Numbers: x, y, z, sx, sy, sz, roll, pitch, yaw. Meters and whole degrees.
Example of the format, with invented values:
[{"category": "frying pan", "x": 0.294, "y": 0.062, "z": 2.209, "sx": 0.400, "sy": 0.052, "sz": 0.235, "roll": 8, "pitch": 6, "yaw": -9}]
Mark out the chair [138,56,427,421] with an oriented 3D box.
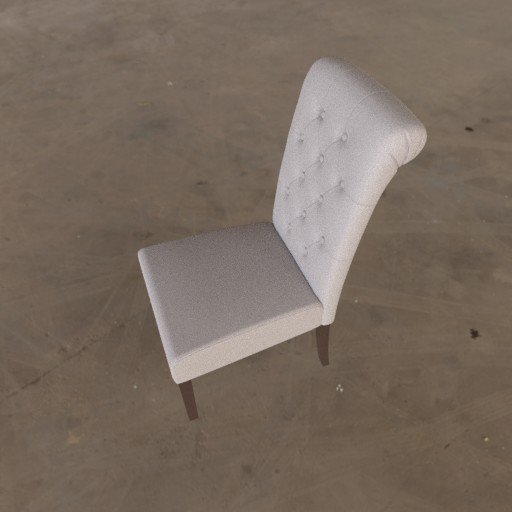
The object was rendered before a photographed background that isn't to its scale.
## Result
[{"category": "chair", "x": 0.000, "y": 0.000, "z": 1.350, "sx": 0.671, "sy": 1.006, "sz": 0.456, "roll": -16, "pitch": 49, "yaw": -14}]
